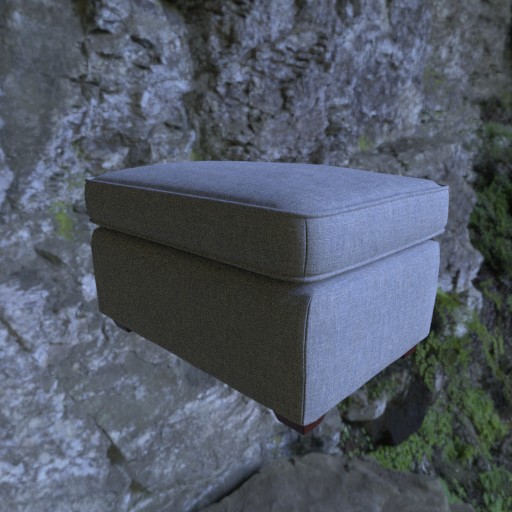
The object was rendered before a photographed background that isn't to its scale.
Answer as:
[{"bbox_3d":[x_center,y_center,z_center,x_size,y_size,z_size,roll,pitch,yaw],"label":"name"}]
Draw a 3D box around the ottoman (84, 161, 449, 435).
[{"bbox_3d":[0.000,0.000,1.124,0.762,0.457,0.559,15,22,42],"label":"ottoman"}]
